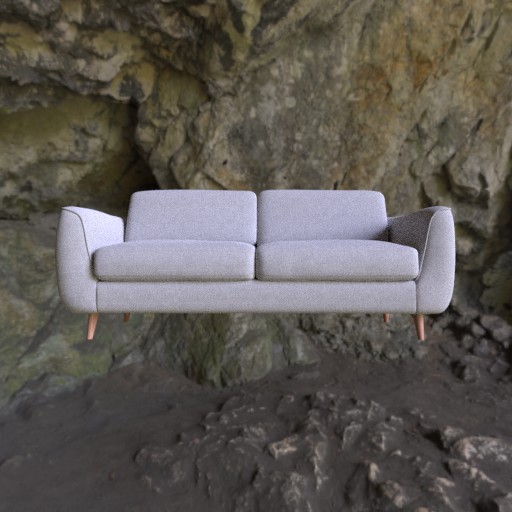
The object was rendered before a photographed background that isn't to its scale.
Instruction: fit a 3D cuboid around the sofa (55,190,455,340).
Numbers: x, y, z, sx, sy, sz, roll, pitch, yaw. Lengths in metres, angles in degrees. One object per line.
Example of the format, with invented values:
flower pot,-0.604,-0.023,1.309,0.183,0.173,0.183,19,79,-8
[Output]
sofa,0.000,0.000,2.573,2.000,0.850,0.920,0,0,1
